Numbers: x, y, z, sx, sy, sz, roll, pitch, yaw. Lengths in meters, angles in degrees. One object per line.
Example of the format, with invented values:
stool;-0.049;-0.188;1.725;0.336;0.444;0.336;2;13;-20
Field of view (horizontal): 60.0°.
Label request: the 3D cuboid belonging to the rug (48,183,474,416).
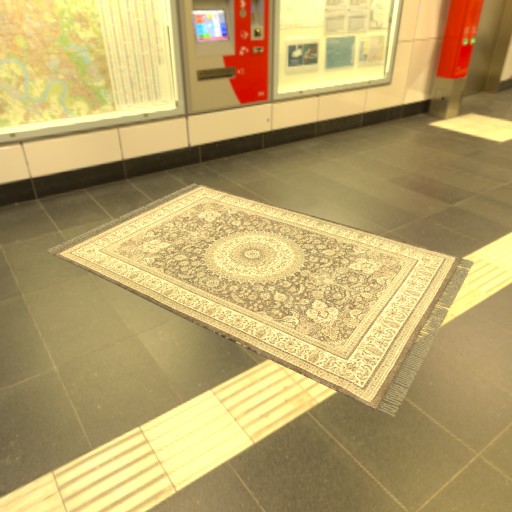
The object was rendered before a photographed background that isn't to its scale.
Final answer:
rug;0.000;0.000;4.165;3.422;0.015;2.143;20;36;29
